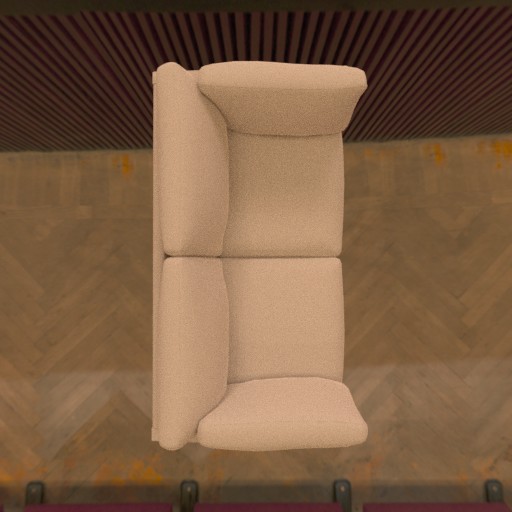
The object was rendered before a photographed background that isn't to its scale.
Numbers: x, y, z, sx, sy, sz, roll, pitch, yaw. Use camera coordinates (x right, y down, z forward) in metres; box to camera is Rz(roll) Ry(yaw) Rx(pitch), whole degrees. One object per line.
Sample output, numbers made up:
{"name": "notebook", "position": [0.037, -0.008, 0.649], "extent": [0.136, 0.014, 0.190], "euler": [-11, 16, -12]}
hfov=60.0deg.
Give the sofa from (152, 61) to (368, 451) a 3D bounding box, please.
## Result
{"name": "sofa", "position": [0.000, 0.000, 2.262], "extent": [0.970, 0.836, 1.776], "euler": [0, 89, 0]}
